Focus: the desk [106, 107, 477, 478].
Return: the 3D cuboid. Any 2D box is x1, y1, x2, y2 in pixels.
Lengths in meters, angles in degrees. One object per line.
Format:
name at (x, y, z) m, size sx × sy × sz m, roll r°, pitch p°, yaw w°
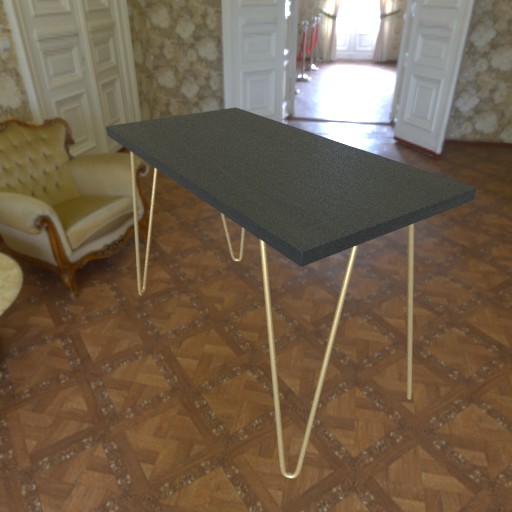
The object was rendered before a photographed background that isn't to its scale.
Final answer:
desk at (0.000, 0.000, 1.372) m, size 0.499 × 0.660 × 0.991 m, roll -19°, pitch 36°, yaw -29°
